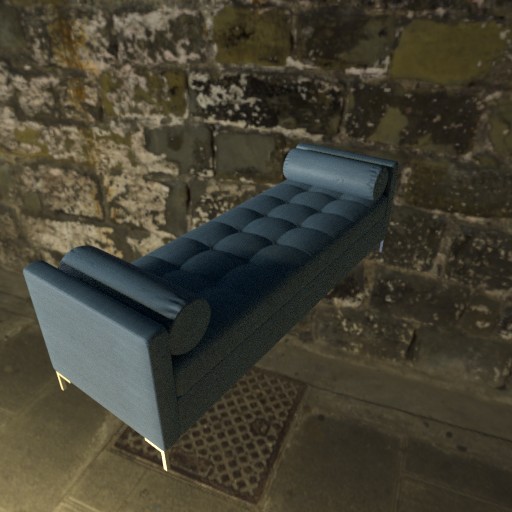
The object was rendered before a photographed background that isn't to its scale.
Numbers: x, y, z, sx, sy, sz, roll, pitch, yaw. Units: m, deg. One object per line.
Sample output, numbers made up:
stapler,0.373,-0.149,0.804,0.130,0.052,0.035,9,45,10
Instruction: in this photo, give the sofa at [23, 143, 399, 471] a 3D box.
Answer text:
sofa,0.000,0.000,2.283,0.686,0.635,1.981,20,36,31
